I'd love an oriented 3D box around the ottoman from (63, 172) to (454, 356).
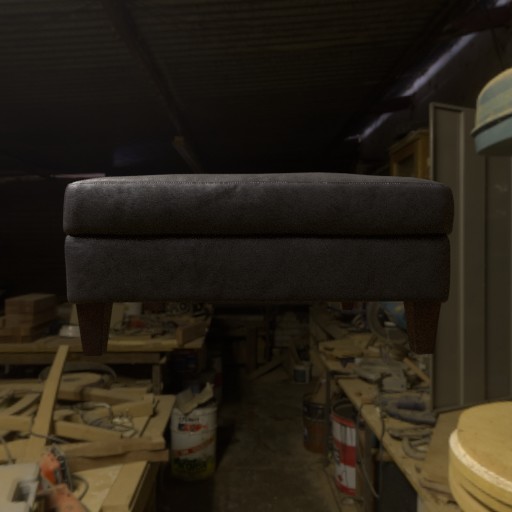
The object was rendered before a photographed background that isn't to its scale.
[{"bbox_3d":[0.000,0.000,1.319,0.836,0.415,0.844,0,0,-1],"label":"ottoman"}]
